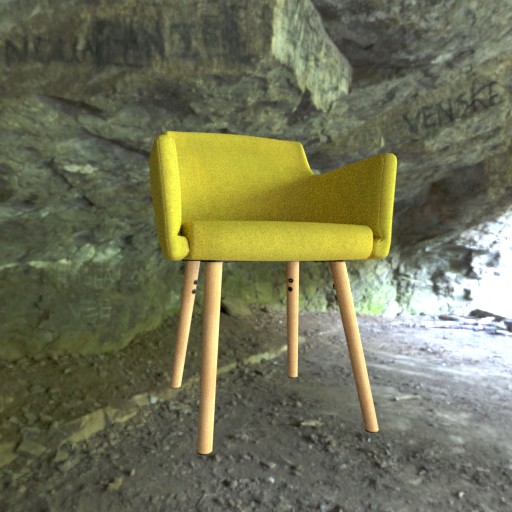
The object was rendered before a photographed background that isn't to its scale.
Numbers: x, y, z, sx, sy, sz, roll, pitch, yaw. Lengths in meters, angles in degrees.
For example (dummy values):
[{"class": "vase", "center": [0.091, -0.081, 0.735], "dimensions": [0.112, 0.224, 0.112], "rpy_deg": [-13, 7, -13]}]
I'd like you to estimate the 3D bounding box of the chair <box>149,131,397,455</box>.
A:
[{"class": "chair", "center": [0.000, 0.000, 1.193], "dimensions": [0.570, 0.780, 0.570], "rpy_deg": [0, 0, -17]}]
